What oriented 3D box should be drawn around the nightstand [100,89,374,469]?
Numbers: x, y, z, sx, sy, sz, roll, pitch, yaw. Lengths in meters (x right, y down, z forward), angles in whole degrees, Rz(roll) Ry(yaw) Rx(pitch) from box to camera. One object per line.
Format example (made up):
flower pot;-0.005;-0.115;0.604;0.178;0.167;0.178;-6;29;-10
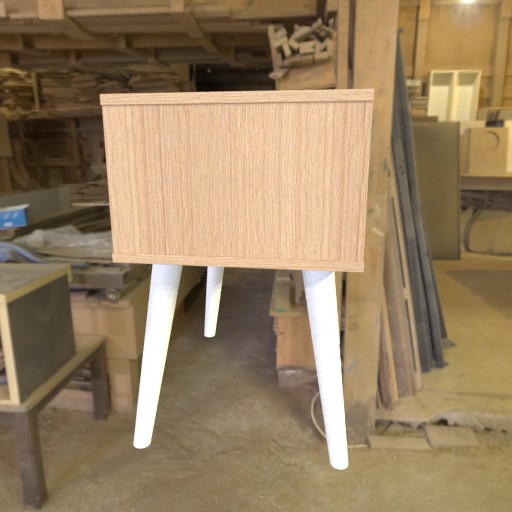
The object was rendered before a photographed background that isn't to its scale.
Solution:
nightstand;0.000;0.000;0.966;0.407;0.610;0.571;2;14;8
